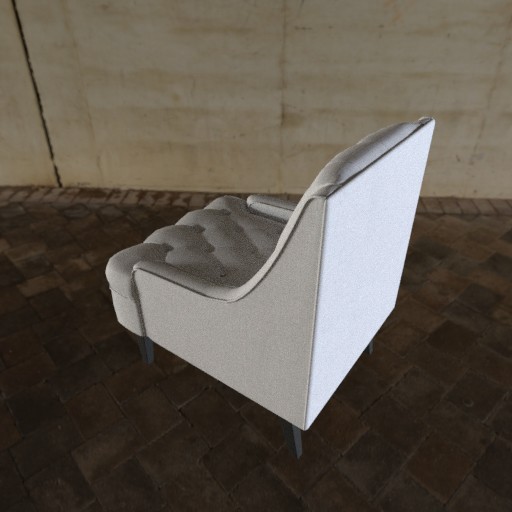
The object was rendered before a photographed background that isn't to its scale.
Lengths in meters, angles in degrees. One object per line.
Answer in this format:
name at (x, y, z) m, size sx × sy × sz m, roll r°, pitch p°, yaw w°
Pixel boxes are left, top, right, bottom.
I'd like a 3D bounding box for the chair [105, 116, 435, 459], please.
chair at (0.000, 0.000, 1.429) m, size 0.772 × 0.891 × 0.658 m, roll 22°, pitch 39°, yaw 29°
